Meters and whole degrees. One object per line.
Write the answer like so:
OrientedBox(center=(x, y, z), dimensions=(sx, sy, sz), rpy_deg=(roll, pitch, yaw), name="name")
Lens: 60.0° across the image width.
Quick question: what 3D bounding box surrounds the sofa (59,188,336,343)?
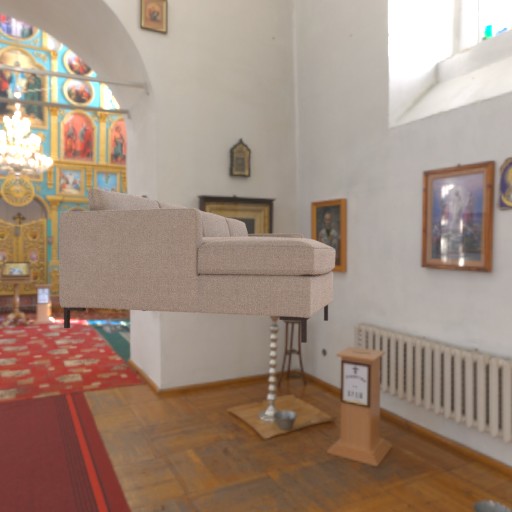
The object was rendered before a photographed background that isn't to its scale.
OrientedBox(center=(0.000, 0.000, 3.653), dimensions=(1.469, 0.816, 2.923), rpy_deg=(0, 0, 17), name="sofa")
